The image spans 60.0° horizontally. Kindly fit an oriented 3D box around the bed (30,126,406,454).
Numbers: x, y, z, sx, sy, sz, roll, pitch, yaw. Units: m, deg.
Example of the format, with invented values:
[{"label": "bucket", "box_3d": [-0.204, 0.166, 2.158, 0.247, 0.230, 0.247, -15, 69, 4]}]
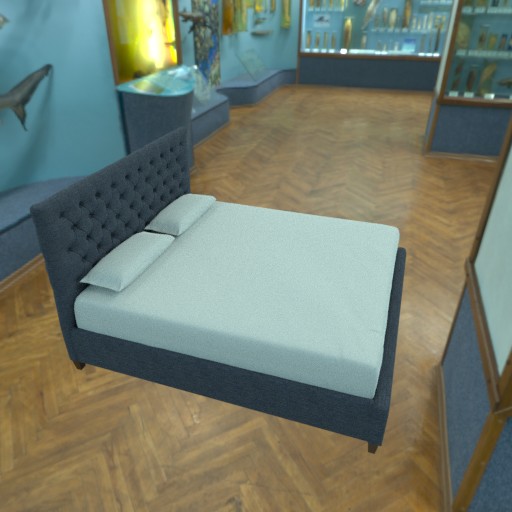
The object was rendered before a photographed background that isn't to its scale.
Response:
[{"label": "bed", "box_3d": [0.000, 0.000, 3.649, 2.387, 1.427, 2.078, 10, 32, 16]}]
